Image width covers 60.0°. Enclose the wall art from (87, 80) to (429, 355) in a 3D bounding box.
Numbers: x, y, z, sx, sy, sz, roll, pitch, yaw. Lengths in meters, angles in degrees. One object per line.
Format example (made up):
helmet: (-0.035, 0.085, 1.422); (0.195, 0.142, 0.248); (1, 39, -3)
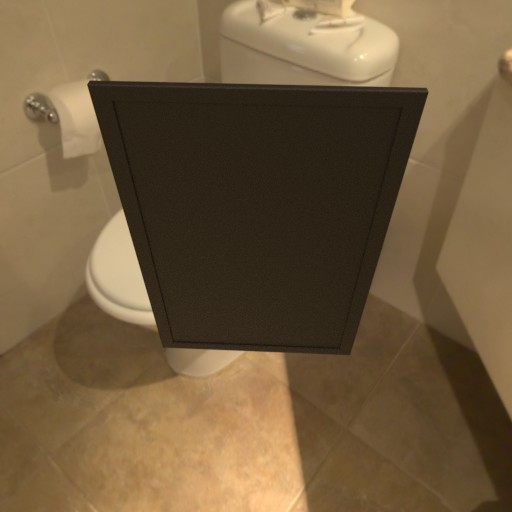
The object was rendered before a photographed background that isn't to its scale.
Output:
wall art: (0.000, 0.000, 0.830); (0.451, 0.661, 0.012); (2, 47, 2)
